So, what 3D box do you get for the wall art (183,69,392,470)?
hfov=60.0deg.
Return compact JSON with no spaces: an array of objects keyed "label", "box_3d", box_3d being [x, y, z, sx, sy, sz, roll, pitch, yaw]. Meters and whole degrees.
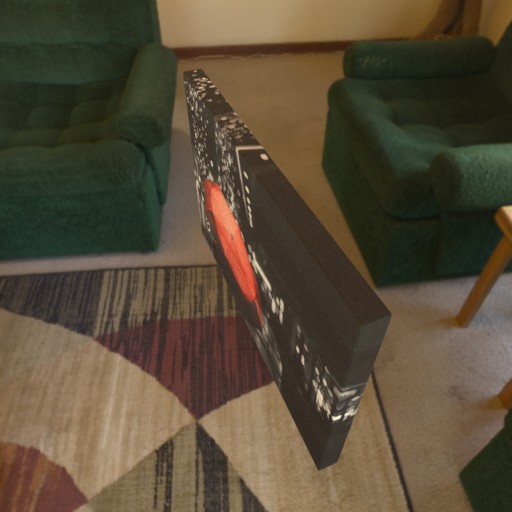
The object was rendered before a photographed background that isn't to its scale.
[{"label":"wall art","box_3d":[0.000,0.000,0.769,0.037,0.406,0.609,-17,49,-15]}]
